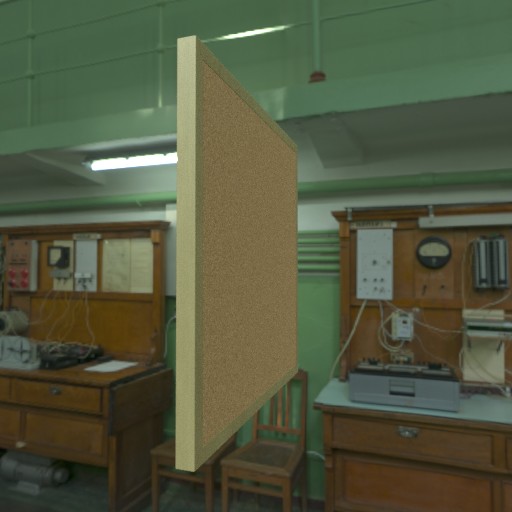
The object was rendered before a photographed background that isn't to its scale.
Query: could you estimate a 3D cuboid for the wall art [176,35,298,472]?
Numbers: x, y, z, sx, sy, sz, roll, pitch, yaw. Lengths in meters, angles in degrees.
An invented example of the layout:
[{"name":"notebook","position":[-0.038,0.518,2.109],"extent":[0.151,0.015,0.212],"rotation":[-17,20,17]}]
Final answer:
[{"name":"wall art","position":[0.000,0.000,1.139],"extent":[0.037,0.763,0.763],"rotation":[0,-1,19]}]
